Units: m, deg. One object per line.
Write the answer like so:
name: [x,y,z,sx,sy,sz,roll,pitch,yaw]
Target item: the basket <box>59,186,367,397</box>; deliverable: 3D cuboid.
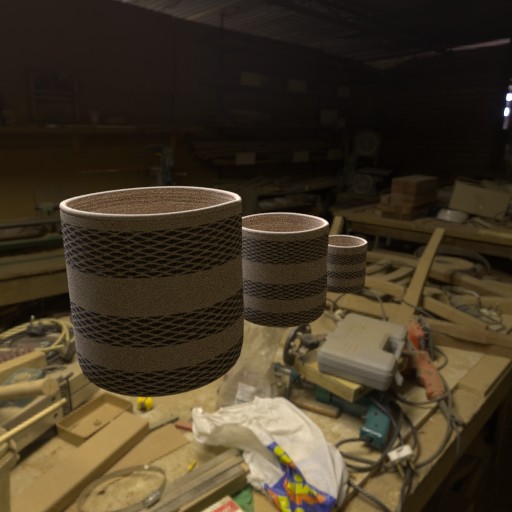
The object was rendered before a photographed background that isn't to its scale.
basket: [0.000,0.000,1.116,0.917,0.356,0.351,-15,21,-43]
